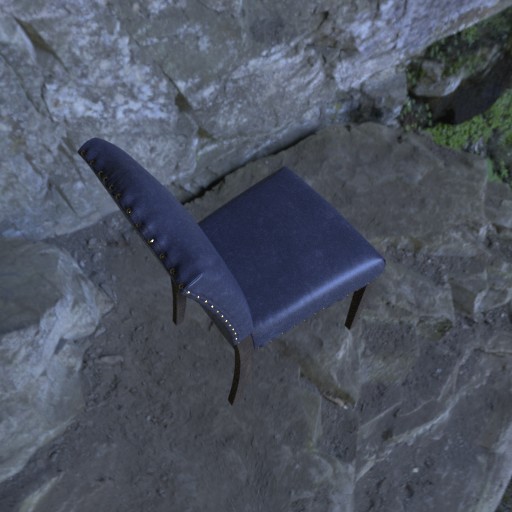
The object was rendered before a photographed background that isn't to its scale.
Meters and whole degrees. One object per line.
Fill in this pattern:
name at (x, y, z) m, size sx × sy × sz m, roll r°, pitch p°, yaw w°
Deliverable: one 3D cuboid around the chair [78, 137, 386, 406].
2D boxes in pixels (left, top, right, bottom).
chair at (0.000, 0.000, 1.327) m, size 0.633 × 0.991 × 0.500 m, roll -32°, pitch 63°, yaw -19°
